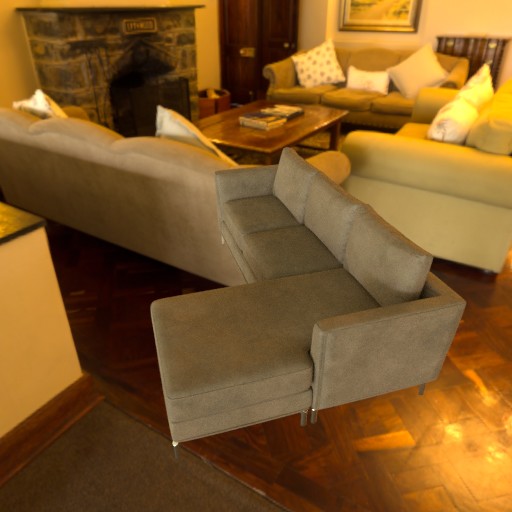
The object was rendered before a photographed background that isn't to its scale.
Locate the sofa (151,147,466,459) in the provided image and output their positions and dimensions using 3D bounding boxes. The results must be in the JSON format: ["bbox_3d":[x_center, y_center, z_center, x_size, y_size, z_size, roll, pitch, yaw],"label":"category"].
[{"bbox_3d":[0.000,0.000,3.284,1.622,0.987,2.438,-9,31,-15],"label":"sofa"}]
